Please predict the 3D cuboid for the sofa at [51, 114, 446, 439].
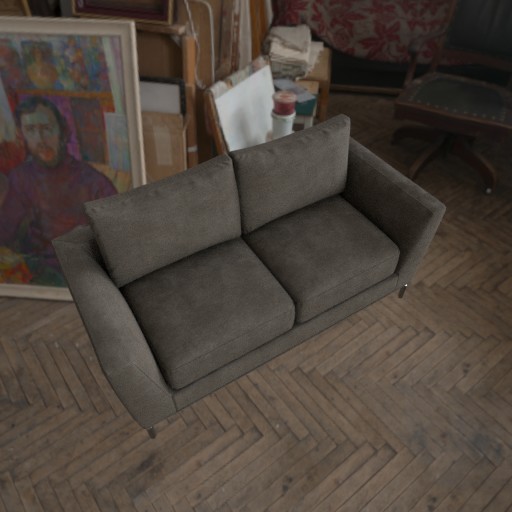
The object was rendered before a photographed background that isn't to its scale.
[{"bbox_3d":[0.000,0.000,2.386,1.832,1.013,0.855,-24,52,-21],"label":"sofa"}]
